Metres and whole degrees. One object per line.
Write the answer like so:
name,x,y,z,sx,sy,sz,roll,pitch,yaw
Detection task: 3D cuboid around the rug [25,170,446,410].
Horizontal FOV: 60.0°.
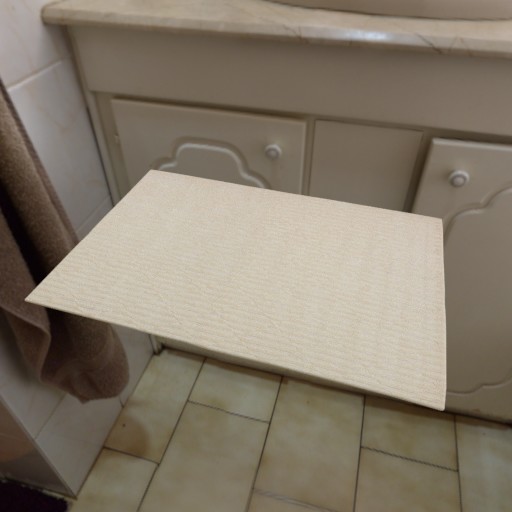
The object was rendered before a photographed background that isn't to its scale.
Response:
rug,0.000,0.000,2.272,1.848,0.014,1.238,12,42,13
